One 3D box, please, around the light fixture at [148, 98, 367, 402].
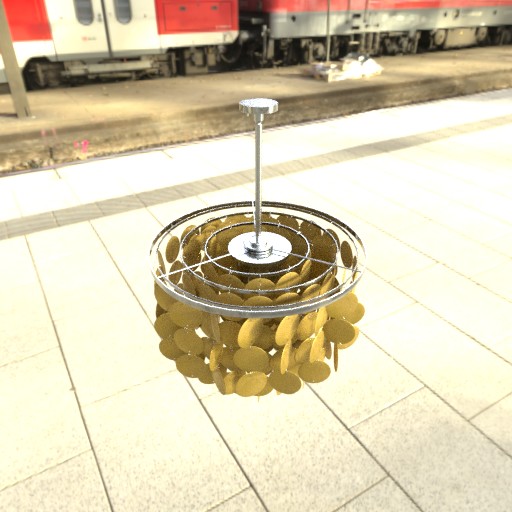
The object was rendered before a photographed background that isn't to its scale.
[{"bbox_3d":[0.000,0.000,0.738,0.368,0.492,0.368,0,31,0],"label":"light fixture"}]
